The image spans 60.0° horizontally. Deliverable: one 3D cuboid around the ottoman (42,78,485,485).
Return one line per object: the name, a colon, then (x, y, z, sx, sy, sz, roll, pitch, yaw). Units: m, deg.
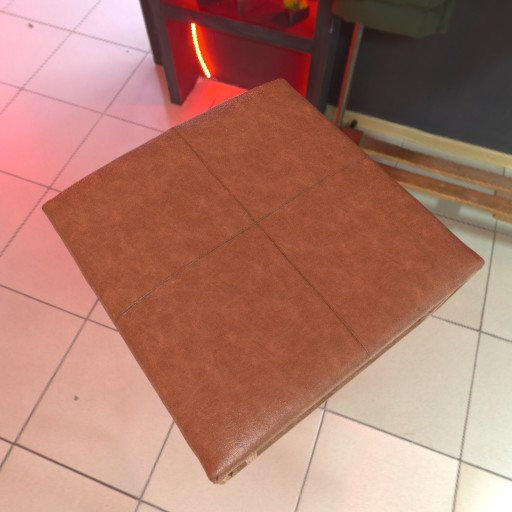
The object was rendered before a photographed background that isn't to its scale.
ottoman: (0.000, 0.000, 1.536, 1.013, 0.442, 1.016, -33, 67, -16)
